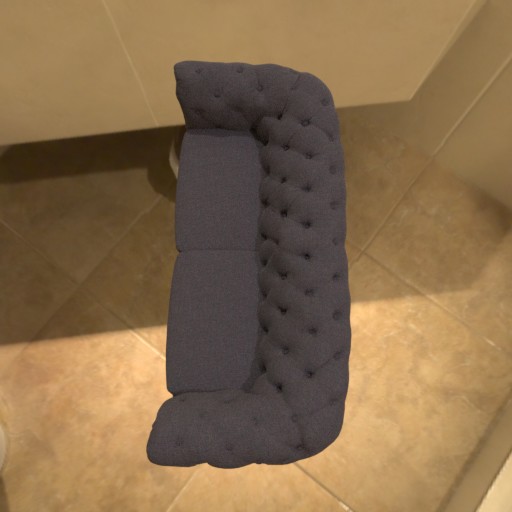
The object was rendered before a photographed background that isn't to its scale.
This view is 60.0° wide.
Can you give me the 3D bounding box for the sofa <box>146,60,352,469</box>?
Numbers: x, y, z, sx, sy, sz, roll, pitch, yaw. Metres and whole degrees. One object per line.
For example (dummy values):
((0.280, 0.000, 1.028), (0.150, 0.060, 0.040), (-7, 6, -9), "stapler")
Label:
((0.000, 0.000, 2.772), (1.046, 0.836, 2.335), (1, 75, 0), "sofa")
